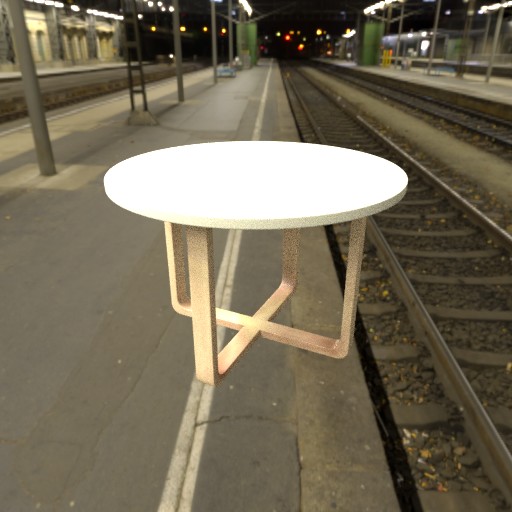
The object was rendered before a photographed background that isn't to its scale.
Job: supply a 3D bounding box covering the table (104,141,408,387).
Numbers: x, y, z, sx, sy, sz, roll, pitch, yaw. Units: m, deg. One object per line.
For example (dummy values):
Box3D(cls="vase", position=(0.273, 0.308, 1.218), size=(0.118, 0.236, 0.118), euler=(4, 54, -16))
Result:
Box3D(cls="table", position=(0.000, 0.000, 1.000), size=(0.600, 0.400, 0.600), euler=(0, 25, 0))
